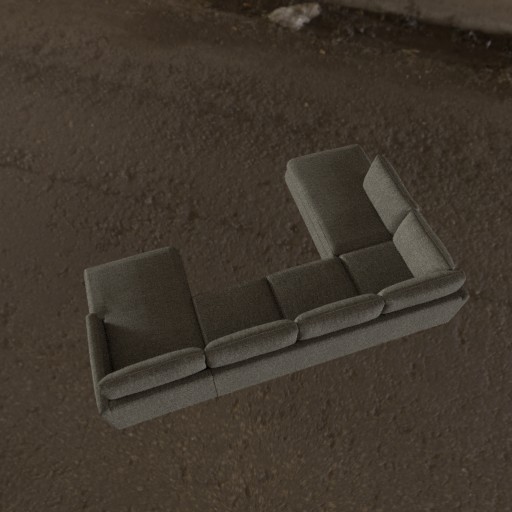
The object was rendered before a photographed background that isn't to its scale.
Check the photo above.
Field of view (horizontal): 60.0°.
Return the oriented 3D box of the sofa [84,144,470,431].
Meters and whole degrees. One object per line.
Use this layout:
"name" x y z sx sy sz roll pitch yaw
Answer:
"sofa" 0.000 0.000 3.625 2.737 0.756 1.879 -15 59 -10
